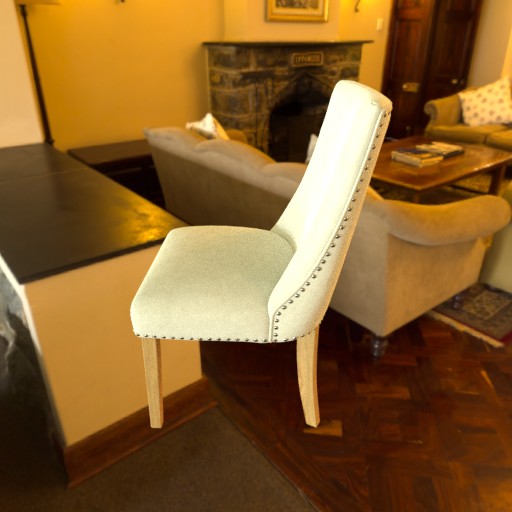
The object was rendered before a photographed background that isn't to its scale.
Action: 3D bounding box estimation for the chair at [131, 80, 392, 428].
[{"bbox_3d":[0.000,0.000,1.262,0.610,0.902,0.495,1,27,2],"label":"chair"}]
